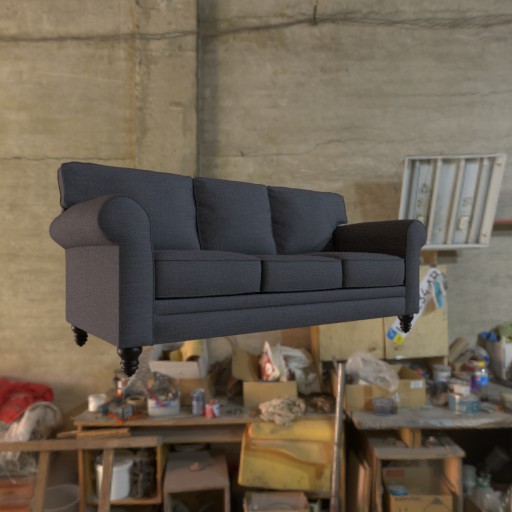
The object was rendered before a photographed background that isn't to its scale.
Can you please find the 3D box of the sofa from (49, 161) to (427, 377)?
[{"bbox_3d":[0.000,0.000,2.582,2.084,0.966,0.909,0,0,-36],"label":"sofa"}]
